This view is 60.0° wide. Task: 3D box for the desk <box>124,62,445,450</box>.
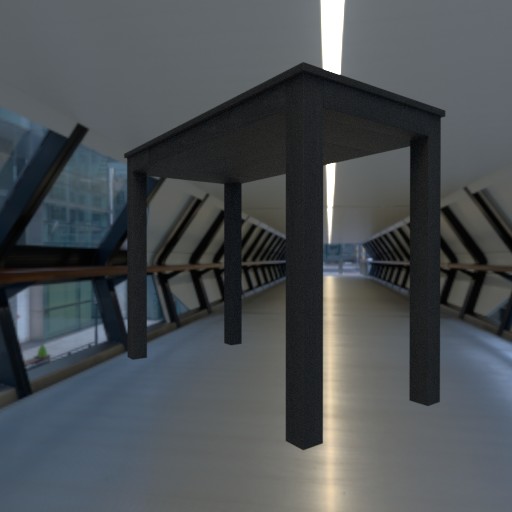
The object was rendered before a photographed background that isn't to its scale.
[{"bbox_3d":[0.000,0.000,1.410,0.499,0.762,0.991,0,1,-36],"label":"desk"}]
